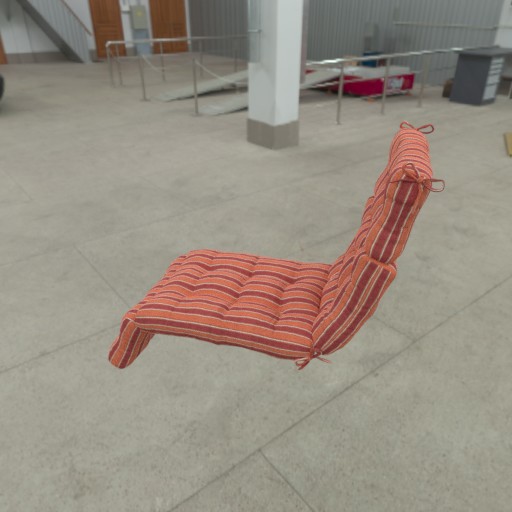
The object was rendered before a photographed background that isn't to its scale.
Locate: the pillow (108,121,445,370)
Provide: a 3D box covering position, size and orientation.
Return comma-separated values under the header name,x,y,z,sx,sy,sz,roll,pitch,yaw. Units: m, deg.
name,x,y,z,sx,sy,sz,roll,pitch,yaw
pillow,0.000,0.000,1.500,1.016,0.863,0.526,8,31,14
